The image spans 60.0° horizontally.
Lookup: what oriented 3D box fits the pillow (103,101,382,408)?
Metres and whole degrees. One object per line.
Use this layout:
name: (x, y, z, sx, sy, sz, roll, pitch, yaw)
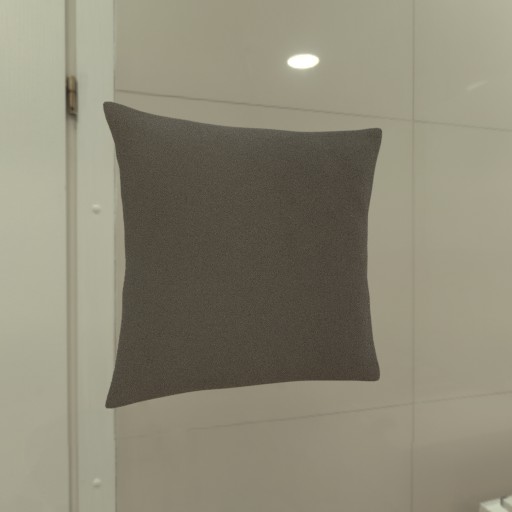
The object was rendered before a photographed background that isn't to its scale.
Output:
pillow: (0.000, 0.000, 0.810, 0.526, 0.507, 0.166, 0, 1, -18)
